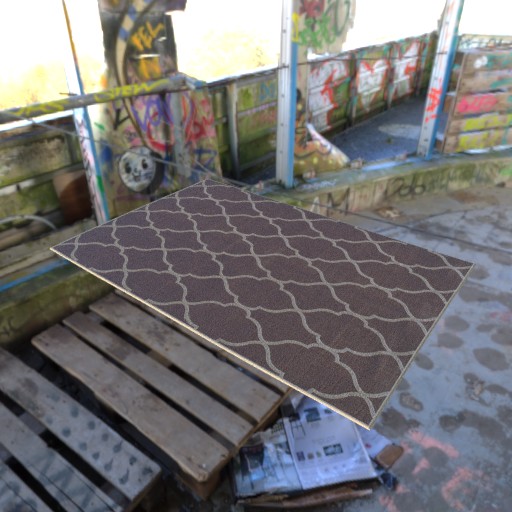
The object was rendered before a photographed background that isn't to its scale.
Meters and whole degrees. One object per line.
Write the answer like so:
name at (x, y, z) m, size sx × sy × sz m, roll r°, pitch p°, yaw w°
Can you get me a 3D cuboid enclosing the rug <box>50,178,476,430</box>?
rug at (0.000, 0.000, 2.846) m, size 2.294 × 0.014 × 1.528 m, roll 22°, pitch 38°, yaw 31°
